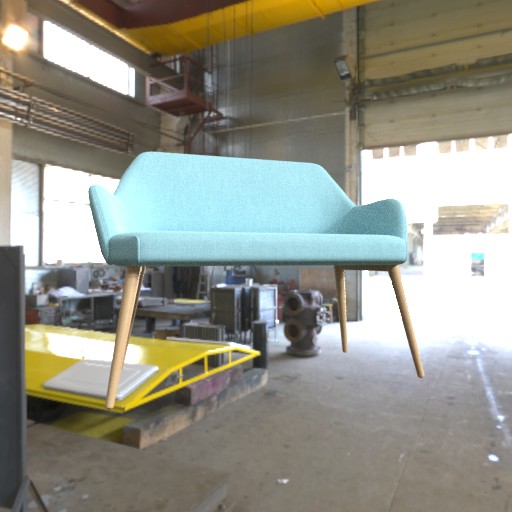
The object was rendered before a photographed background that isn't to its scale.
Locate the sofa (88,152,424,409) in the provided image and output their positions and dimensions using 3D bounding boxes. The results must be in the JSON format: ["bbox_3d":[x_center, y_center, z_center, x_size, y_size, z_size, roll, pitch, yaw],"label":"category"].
[{"bbox_3d":[0.000,0.000,1.628,1.150,0.840,0.610,0,0,-18],"label":"sofa"}]
